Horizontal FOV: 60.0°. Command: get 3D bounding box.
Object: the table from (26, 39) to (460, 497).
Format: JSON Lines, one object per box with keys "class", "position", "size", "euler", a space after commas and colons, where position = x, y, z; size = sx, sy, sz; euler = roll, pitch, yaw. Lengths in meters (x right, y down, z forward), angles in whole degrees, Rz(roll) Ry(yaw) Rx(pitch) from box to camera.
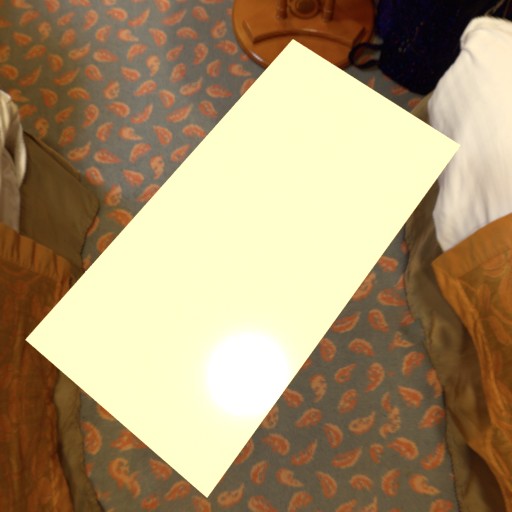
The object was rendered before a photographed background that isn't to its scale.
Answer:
{"class": "table", "position": [0.000, 0.000, 1.634], "size": [0.700, 0.470, 1.350], "euler": [37, 78, 9]}
